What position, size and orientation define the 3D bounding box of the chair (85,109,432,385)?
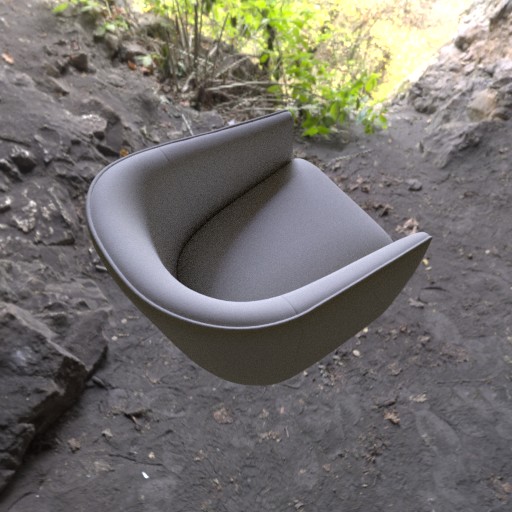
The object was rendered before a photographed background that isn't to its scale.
[{"bbox_3d":[0.000,0.000,1.484,0.875,0.799,0.747,-32,63,-18],"label":"chair"}]
